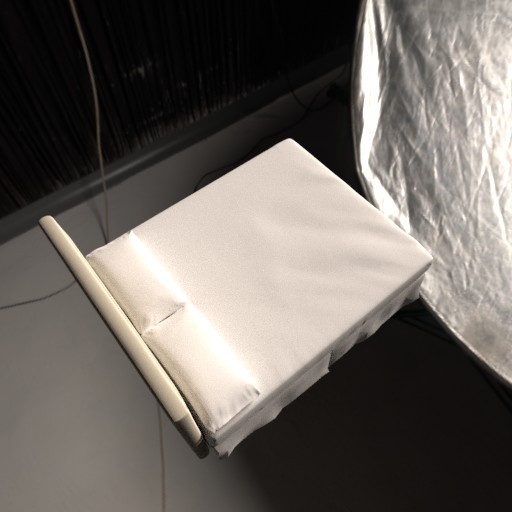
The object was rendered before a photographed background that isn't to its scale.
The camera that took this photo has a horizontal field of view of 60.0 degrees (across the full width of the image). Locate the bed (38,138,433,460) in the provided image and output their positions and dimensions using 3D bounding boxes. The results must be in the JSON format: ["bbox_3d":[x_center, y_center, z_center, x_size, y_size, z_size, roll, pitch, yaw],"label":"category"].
[{"bbox_3d":[0.000,0.000,3.610,2.477,1.437,1.977,-34,64,-19],"label":"bed"}]
